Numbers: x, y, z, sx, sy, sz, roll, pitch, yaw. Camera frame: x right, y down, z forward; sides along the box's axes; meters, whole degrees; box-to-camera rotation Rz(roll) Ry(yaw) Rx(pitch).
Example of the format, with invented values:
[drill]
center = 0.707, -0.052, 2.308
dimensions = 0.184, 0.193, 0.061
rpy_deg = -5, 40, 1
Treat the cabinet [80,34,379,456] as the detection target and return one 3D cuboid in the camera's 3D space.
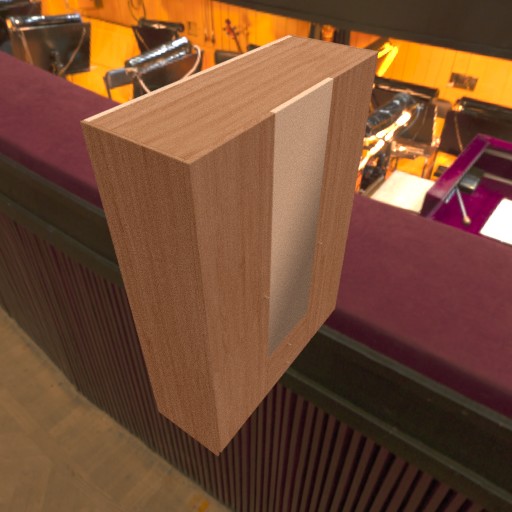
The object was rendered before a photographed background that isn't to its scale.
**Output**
[cabinet]
center = 0.000, 0.000, 2.728
dimensions = 0.590, 2.120, 1.500
rpy_deg = 25, 47, 26
